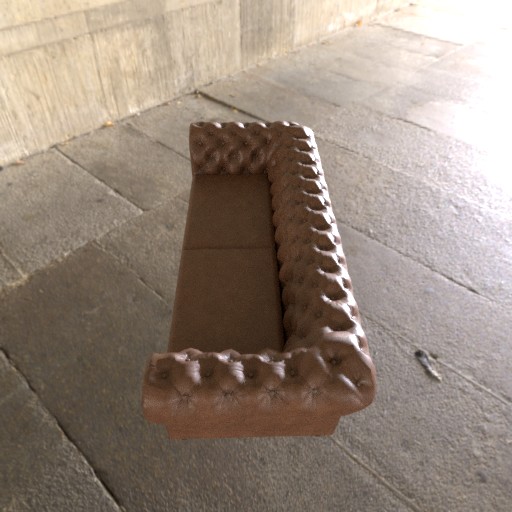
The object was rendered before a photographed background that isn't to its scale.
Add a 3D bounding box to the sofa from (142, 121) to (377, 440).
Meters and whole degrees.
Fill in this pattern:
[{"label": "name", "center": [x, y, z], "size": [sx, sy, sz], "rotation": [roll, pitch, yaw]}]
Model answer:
[{"label": "sofa", "center": [0.000, 0.000, 2.756], "size": [0.944, 0.783, 2.385], "rotation": [-1, 42, -1]}]
